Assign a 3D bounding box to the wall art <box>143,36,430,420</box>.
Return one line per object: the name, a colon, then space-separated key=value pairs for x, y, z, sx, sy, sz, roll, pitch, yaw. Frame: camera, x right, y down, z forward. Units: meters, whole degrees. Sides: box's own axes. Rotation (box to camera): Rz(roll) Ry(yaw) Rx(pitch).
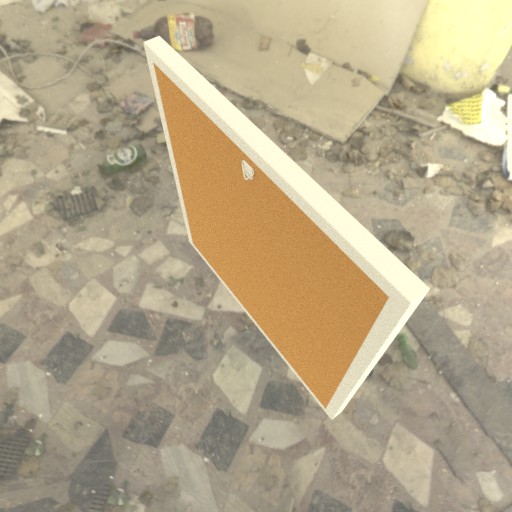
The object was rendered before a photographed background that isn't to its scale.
wall art: x=0.000 y=0.000 z=1.104 sx=0.050 sy=0.762 sz=0.761 roll=-32 pitch=64 yaw=-18
